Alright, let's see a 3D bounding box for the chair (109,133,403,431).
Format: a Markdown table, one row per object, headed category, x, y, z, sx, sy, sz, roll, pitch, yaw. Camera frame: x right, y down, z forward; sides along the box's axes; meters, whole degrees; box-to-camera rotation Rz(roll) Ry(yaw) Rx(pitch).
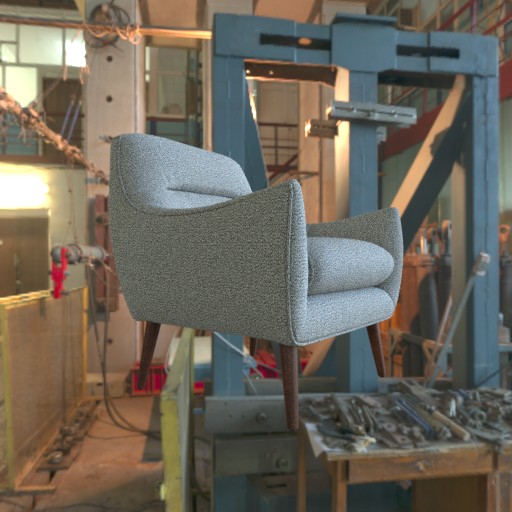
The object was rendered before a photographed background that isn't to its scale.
| category | x | y | z | sx | sy | sz | roll | pitch | yaw |
| --- | --- | --- | --- | --- | --- | --- | --- | --- | --- |
| chair | 0.000 | 0.000 | 1.494 | 0.787 | 0.838 | 0.762 | 0 | 0 | 36 |
